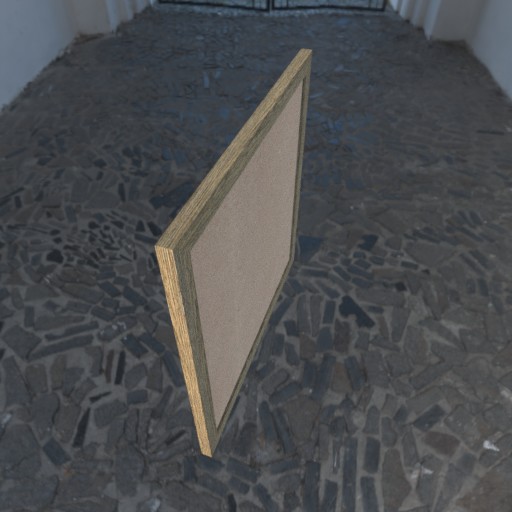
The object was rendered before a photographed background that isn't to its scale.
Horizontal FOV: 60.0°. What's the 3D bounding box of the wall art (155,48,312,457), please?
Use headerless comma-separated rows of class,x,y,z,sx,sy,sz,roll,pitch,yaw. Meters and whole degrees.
wall art,0.000,0.000,0.760,0.019,0.508,0.508,14,47,14
